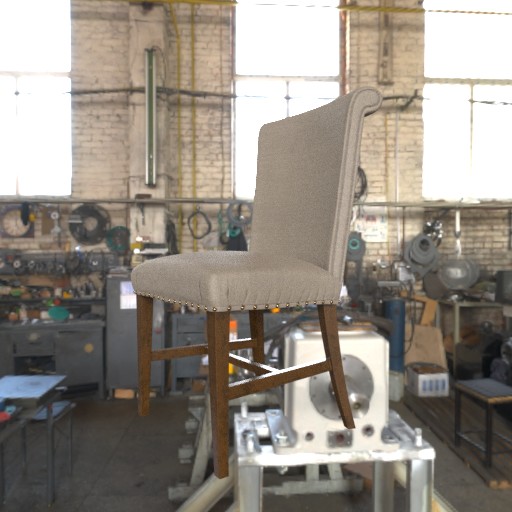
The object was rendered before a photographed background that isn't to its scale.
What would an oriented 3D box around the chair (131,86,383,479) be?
[{"bbox_3d":[0.000,0.000,1.346,0.608,0.988,0.513,-1,1,-36],"label":"chair"}]
